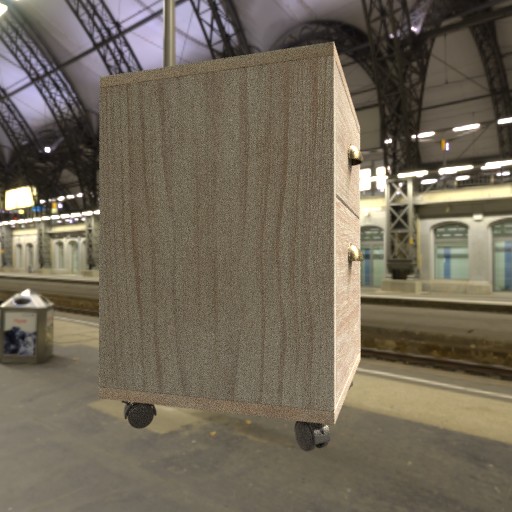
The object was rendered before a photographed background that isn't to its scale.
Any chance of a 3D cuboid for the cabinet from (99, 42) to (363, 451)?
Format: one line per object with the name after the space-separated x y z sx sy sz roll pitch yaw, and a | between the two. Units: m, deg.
0.000 0.000 0.849 0.401 0.579 0.409 0 0 18 | cabinet
